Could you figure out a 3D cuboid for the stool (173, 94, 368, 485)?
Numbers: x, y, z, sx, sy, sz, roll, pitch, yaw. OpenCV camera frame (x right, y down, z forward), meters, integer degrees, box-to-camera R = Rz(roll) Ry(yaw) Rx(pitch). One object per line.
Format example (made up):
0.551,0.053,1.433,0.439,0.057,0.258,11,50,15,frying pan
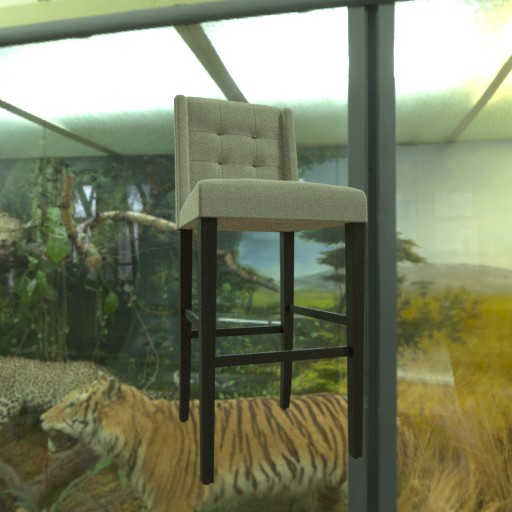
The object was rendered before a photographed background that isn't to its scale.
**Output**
0.000,0.000,1.373,0.474,1.116,0.509,0,-1,-20,stool
